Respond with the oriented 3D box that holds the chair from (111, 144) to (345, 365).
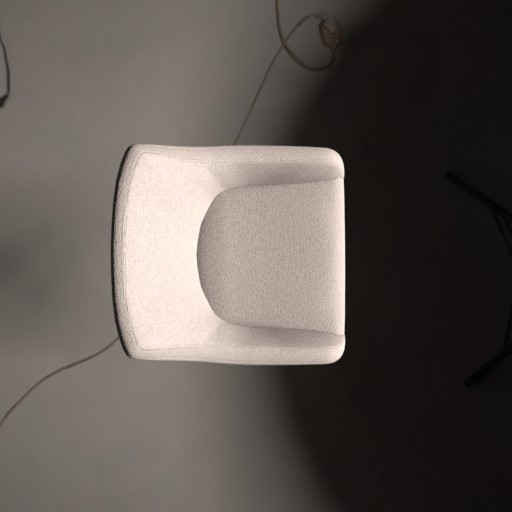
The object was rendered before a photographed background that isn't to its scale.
[{"bbox_3d":[0.000,0.000,1.332,0.600,0.889,0.609,0,89,-1],"label":"chair"}]
